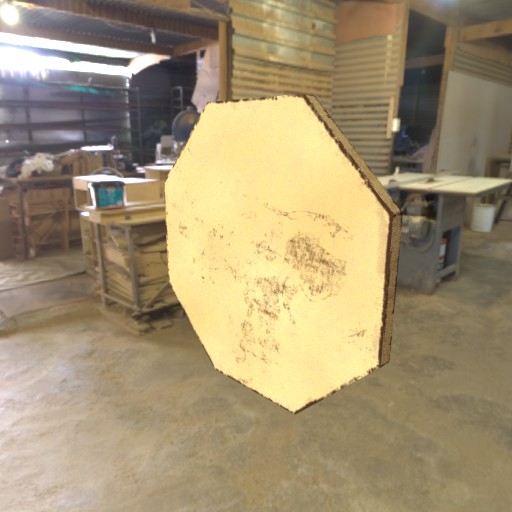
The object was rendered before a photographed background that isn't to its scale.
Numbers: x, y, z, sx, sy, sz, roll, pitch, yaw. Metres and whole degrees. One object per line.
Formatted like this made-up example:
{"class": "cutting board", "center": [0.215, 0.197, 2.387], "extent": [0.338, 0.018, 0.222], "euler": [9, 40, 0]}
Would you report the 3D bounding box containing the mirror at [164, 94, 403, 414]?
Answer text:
{"class": "mirror", "center": [0.000, 0.000, 0.965], "extent": [0.031, 0.648, 0.648], "euler": [-15, 21, -43]}
